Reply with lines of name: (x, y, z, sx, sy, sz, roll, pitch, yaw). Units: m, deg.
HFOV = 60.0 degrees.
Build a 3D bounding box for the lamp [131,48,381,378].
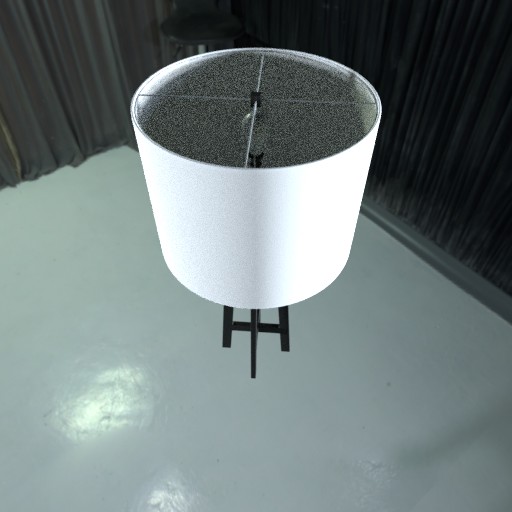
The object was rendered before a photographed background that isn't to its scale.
lamp: (0.000, 0.000, 0.638, 0.257, 0.489, 0.257, -32, 54, -27)
